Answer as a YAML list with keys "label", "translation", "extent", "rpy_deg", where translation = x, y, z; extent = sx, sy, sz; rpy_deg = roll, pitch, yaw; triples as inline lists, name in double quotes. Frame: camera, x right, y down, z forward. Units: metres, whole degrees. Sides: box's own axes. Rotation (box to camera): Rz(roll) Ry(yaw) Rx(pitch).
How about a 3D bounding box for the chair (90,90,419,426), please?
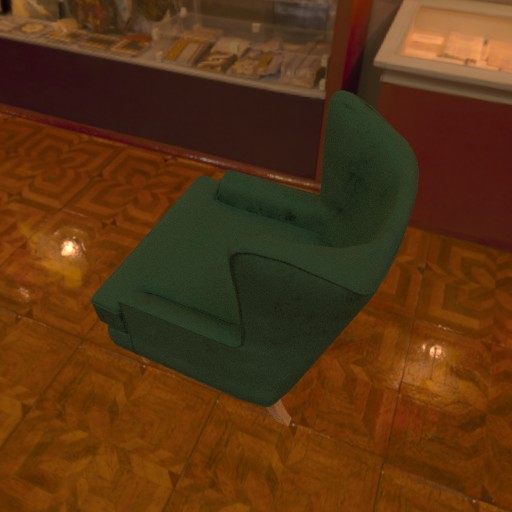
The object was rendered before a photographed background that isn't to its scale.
- label: "chair"
  translation: [0.000, 0.000, 1.579]
  extent: [0.910, 0.952, 0.793]
  rpy_deg: [19, 50, 16]
